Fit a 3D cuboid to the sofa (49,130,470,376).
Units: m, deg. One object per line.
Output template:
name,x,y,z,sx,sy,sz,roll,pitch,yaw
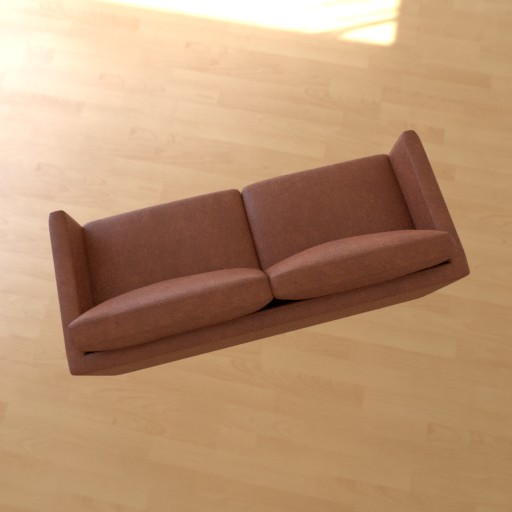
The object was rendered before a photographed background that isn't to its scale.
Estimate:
sofa,0.000,0.000,2.720,2.204,0.932,0.950,-14,75,-4
